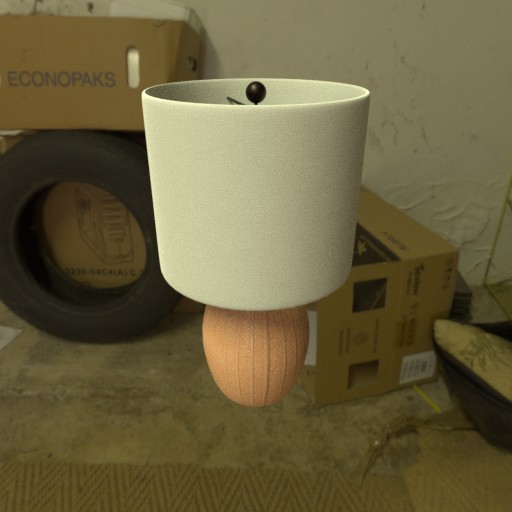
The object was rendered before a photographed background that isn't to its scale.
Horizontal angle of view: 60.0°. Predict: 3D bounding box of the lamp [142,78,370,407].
[{"bbox_3d":[0.000,0.000,0.774,0.329,0.570,0.329,0,27,0],"label":"lamp"}]
